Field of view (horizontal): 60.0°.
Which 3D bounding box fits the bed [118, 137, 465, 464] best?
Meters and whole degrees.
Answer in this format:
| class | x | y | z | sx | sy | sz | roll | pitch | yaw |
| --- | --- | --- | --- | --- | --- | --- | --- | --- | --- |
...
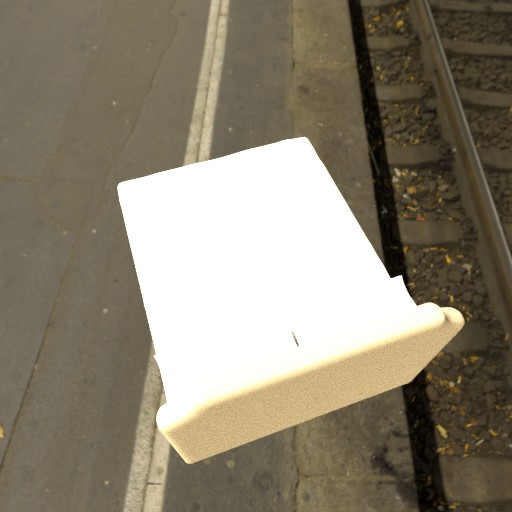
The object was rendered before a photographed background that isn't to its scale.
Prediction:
| class | x | y | z | sx | sy | sz | roll | pitch | yaw |
| --- | --- | --- | --- | --- | --- | --- | --- | --- | --- |
| bed | 0.000 | 0.000 | 3.793 | 2.134 | 1.524 | 2.548 | -16 | 59 | -10 |
